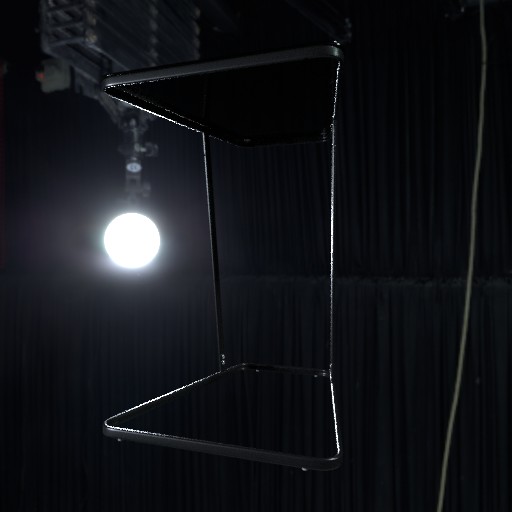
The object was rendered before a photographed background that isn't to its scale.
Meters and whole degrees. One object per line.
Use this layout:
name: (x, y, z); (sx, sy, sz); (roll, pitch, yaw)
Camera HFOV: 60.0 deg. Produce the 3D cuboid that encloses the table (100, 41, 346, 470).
table: (0.000, 0.000, 0.934); (0.427, 0.624, 0.500); (0, 0, 19)
